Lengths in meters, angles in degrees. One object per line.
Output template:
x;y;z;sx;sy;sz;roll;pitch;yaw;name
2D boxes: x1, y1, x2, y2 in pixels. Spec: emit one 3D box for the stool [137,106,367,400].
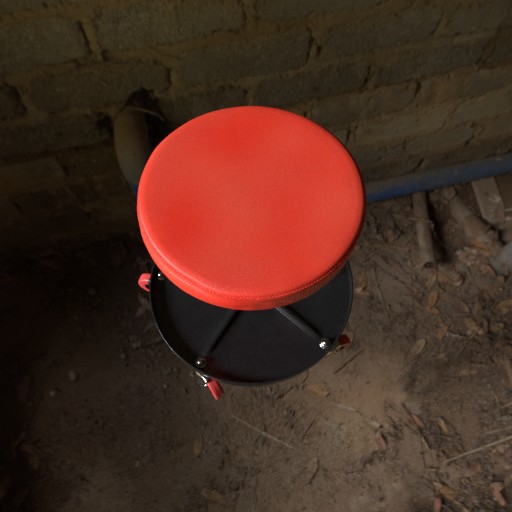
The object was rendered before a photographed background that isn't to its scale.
0.000;0.000;0.682;0.381;0.365;0.382;34;68;15;stool
